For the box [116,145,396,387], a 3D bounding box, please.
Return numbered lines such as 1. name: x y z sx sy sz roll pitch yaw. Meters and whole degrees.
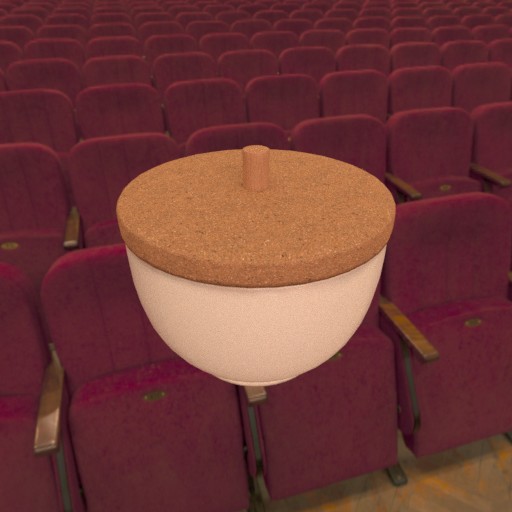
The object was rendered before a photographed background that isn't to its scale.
1. box: 0.000 0.000 0.190 0.107 0.094 0.107 0 31 0
